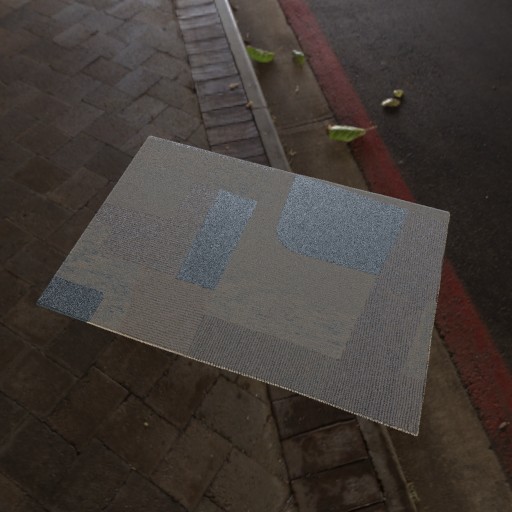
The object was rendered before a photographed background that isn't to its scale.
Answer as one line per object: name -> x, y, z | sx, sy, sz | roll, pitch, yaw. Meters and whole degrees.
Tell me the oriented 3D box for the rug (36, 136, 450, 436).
rug -> 0.000, 0.000, 2.307 | 1.847, 0.020, 1.238 | 16, 59, 10
